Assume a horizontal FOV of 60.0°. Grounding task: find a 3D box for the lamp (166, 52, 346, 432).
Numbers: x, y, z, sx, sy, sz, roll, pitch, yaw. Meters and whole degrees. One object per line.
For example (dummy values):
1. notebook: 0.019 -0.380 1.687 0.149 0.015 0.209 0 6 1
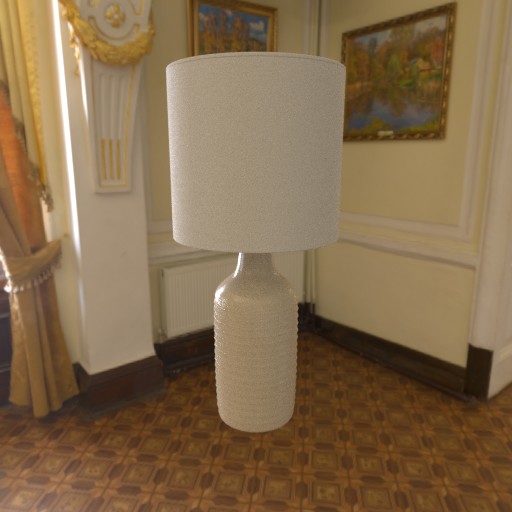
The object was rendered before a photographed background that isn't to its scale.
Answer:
1. lamp: 0.000 0.000 0.608 0.220 0.475 0.220 -6 14 -24
